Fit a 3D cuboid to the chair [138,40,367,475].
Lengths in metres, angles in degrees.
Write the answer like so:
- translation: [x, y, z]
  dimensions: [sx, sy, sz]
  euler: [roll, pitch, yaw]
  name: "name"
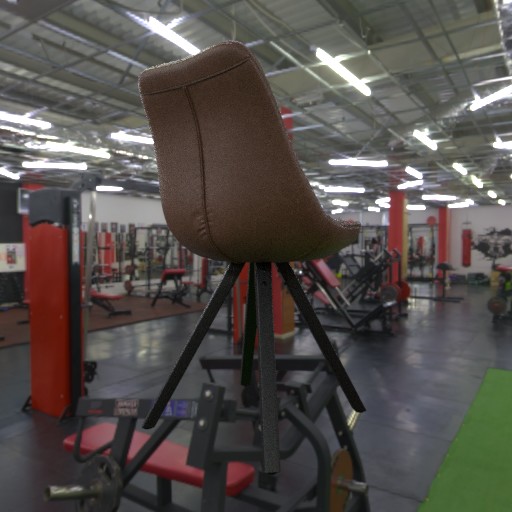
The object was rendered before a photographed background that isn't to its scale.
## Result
- translation: [0.000, 0.000, 1.147]
  dimensions: [0.475, 0.850, 0.550]
  euler: [1, 1, 36]
  name: "chair"
